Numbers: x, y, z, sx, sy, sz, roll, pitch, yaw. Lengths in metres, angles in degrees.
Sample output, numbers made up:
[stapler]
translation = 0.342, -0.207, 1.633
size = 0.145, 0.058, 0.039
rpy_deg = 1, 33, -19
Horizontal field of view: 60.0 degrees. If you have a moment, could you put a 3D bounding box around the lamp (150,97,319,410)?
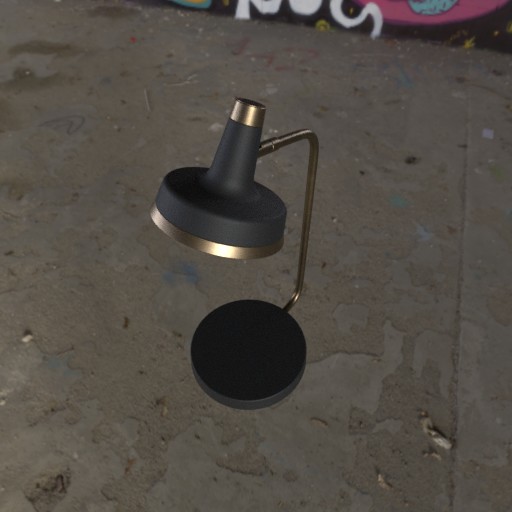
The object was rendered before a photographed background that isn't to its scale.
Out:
[lamp]
translation = 0.000, 0.000, 0.492
size = 0.162, 0.385, 0.218
rpy_deg = 31, 55, 25
